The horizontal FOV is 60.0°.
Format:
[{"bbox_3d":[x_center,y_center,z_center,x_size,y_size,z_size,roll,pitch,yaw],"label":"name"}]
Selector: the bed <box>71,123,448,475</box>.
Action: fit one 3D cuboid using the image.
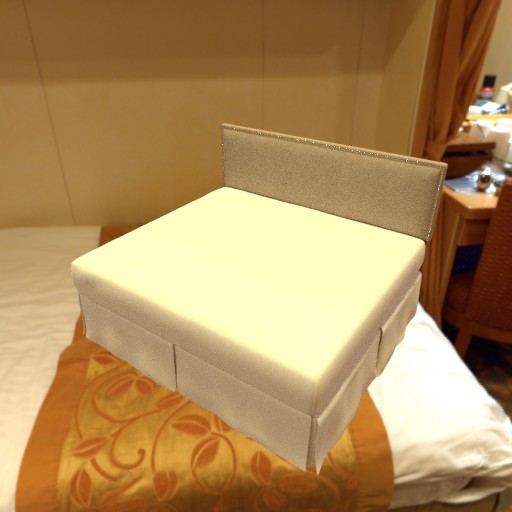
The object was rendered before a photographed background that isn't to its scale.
[{"bbox_3d":[0.000,0.000,3.396,2.170,1.346,1.914,19,35,30],"label":"bed"}]
